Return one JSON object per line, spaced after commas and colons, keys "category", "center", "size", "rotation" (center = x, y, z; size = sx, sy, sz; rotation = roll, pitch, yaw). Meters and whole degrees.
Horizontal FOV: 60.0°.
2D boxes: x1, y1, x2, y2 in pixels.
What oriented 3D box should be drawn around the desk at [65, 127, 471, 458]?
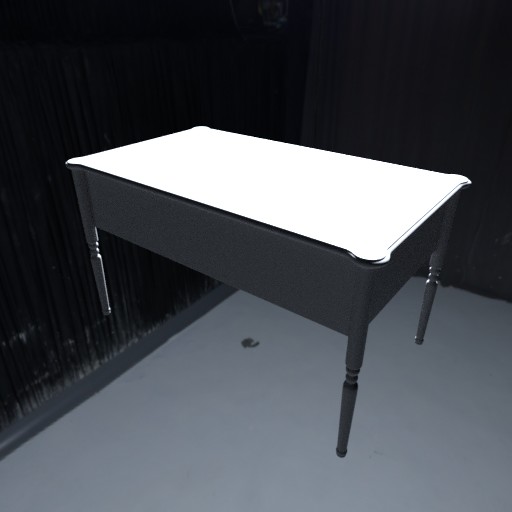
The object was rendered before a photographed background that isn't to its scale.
{"category": "desk", "center": [0.000, 0.000, 1.878], "size": [1.380, 0.762, 0.807], "rotation": [21, 35, 33]}
